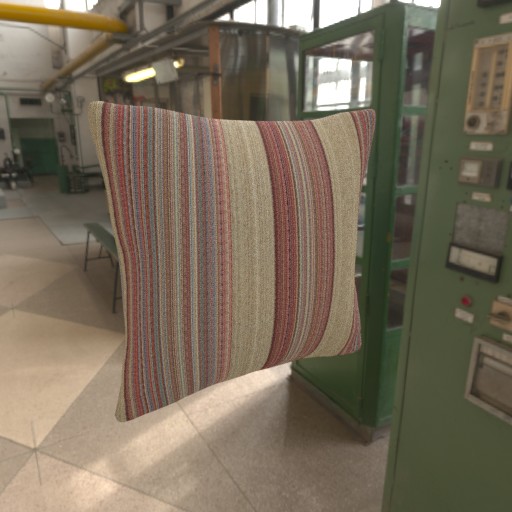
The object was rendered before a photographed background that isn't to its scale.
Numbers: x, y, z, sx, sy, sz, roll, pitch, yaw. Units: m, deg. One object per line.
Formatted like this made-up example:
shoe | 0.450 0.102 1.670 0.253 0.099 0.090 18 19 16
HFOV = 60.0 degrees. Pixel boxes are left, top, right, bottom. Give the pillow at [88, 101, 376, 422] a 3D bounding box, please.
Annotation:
pillow | 0.000 0.000 0.649 0.437 0.419 0.136 -9 18 -28
